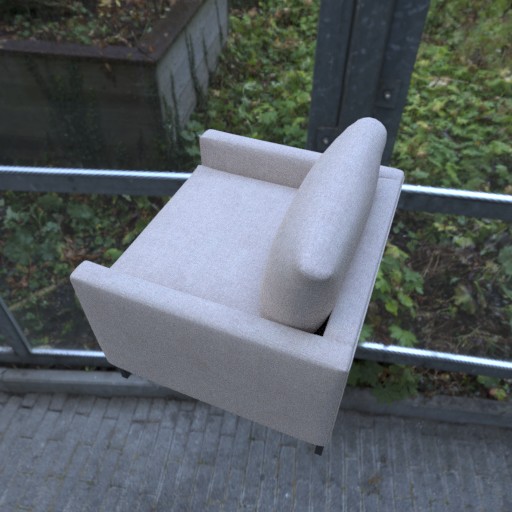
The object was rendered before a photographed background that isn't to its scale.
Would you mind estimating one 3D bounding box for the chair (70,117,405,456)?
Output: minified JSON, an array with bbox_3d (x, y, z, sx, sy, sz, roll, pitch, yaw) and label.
[{"bbox_3d":[0.000,0.000,1.638,0.866,0.861,0.963,16,47,15],"label":"chair"}]
